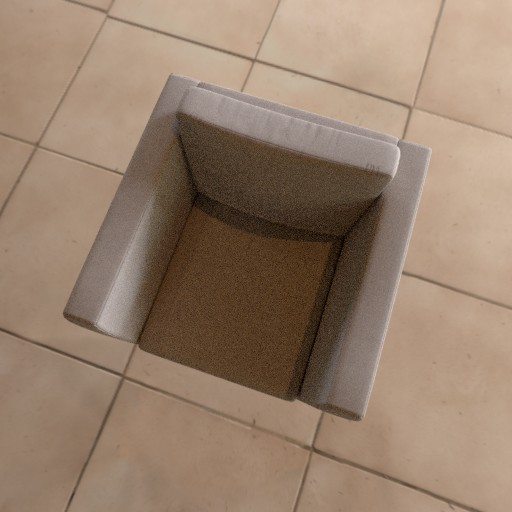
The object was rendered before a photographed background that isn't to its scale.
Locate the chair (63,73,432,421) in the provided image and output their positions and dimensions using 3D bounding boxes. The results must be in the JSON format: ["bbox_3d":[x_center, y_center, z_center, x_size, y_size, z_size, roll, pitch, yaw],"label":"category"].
[{"bbox_3d":[0.000,0.000,1.683,1.000,0.860,0.930,18,75,5],"label":"chair"}]
